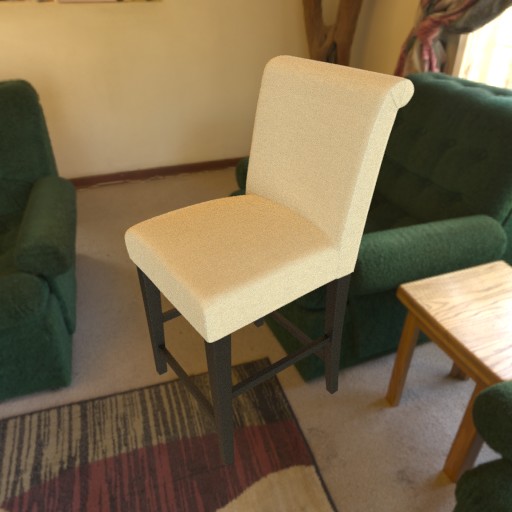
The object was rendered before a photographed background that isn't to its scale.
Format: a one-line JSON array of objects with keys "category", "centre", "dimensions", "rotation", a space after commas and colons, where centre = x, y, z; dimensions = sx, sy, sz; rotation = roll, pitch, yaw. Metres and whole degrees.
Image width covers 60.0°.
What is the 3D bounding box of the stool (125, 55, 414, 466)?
[{"category": "stool", "centre": [0.000, 0.000, 1.278], "dimensions": [0.597, 0.976, 0.452], "rotation": [-22, 38, -30]}]
